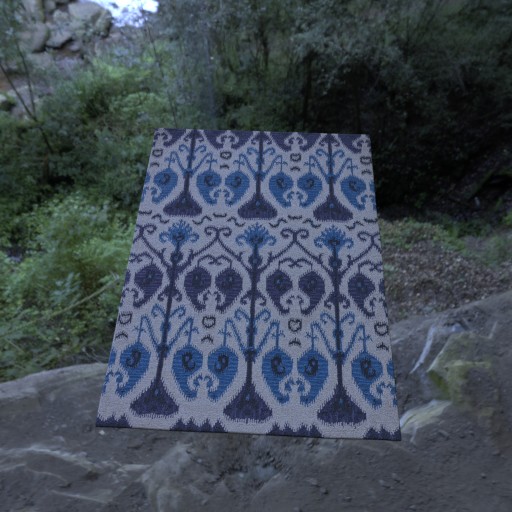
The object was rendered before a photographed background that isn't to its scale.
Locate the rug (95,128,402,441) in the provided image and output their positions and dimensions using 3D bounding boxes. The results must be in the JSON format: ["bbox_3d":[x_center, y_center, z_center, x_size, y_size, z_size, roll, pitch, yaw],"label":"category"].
[{"bbox_3d":[0.000,0.000,4.278,2.443,0.024,3.228,2,62,1],"label":"rug"}]
